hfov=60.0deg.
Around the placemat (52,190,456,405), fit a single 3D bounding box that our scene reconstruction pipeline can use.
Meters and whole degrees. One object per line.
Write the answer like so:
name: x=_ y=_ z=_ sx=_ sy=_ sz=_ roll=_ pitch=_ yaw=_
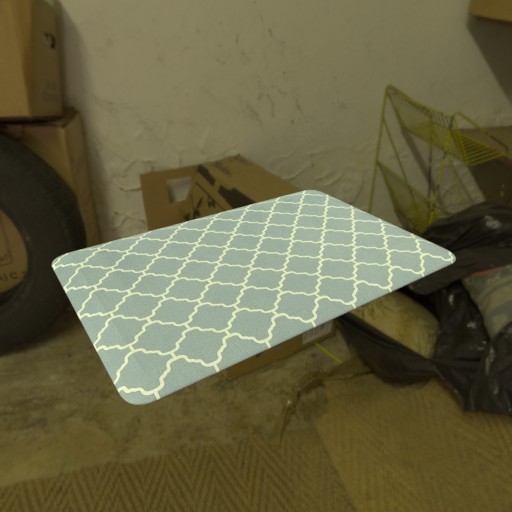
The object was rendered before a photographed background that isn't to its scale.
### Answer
placemat: x=0.000 y=0.000 z=0.974 sx=0.762 sy=0.021 sz=0.508 roll=-18 pitch=34 yaw=-29
